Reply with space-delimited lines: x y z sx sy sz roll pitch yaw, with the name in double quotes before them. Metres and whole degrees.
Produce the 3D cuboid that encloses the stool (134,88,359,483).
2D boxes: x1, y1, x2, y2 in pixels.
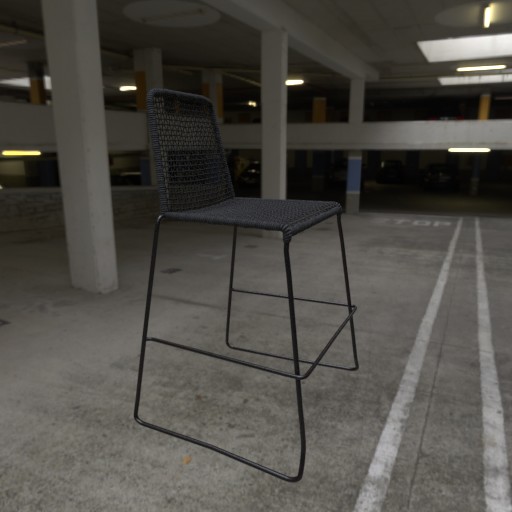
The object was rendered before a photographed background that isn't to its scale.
"stool" 0.000 0.000 1.267 0.509 0.905 0.590 7 16 25
